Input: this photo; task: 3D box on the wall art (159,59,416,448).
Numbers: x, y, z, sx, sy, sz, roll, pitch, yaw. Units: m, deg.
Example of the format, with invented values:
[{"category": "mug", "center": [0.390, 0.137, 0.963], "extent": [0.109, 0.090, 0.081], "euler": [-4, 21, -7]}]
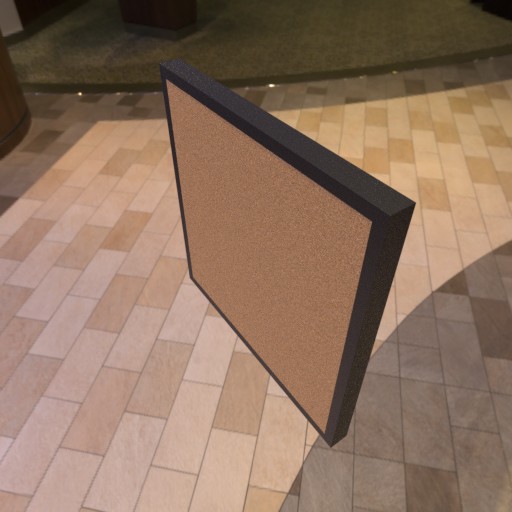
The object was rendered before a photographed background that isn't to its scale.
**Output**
[{"category": "wall art", "center": [0.000, 0.000, 0.763], "extent": [0.038, 0.508, 0.508], "euler": [-25, 48, -25]}]
